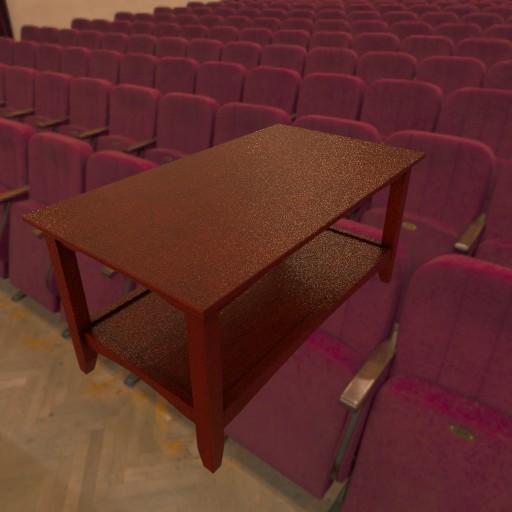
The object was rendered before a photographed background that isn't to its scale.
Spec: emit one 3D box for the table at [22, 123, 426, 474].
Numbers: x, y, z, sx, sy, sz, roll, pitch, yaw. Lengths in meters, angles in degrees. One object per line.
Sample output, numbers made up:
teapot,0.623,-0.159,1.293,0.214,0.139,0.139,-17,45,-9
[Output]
table,0.000,0.000,1.238,0.533,0.456,0.943,22,38,32
